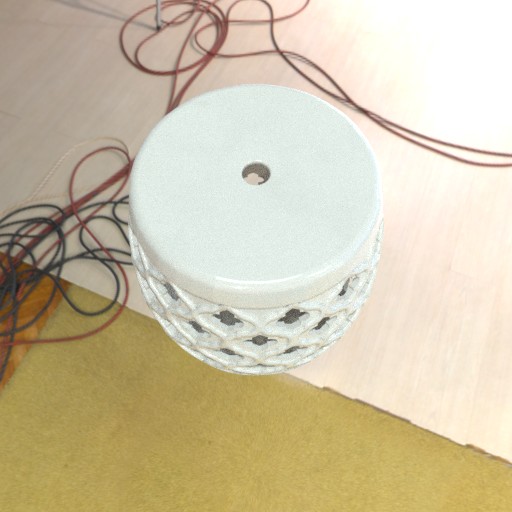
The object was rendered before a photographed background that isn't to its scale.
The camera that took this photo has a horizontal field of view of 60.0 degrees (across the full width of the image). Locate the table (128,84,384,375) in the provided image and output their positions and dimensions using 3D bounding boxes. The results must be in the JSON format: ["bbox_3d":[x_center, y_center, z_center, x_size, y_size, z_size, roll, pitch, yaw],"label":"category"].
[{"bbox_3d":[0.000,0.000,0.628,0.325,0.388,0.325,0,64,0],"label":"table"}]
